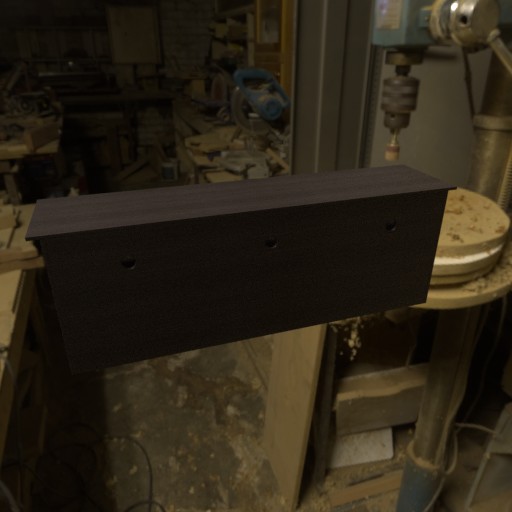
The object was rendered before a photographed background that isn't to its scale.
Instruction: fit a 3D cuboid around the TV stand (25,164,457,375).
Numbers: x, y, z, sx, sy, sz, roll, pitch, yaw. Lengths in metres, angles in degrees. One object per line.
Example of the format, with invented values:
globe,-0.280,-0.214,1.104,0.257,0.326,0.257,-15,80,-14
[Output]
TV stand,0.000,0.000,2.054,1.778,0.610,0.406,-8,28,-16
